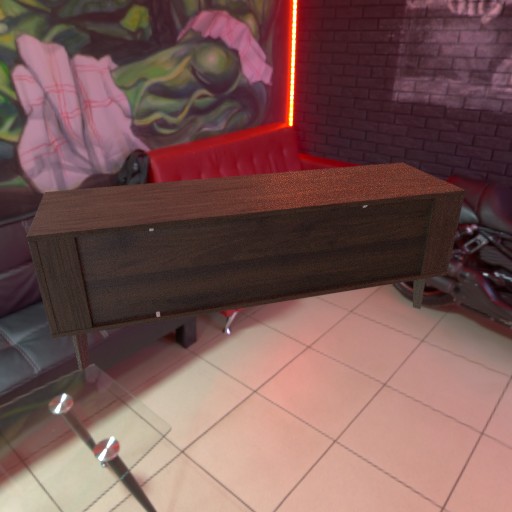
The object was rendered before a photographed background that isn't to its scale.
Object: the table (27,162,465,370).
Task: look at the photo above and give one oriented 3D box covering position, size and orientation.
[{"bbox_3d":[0.000,0.000,1.647,1.397,0.508,0.405,-8,27,-15],"label":"table"}]
